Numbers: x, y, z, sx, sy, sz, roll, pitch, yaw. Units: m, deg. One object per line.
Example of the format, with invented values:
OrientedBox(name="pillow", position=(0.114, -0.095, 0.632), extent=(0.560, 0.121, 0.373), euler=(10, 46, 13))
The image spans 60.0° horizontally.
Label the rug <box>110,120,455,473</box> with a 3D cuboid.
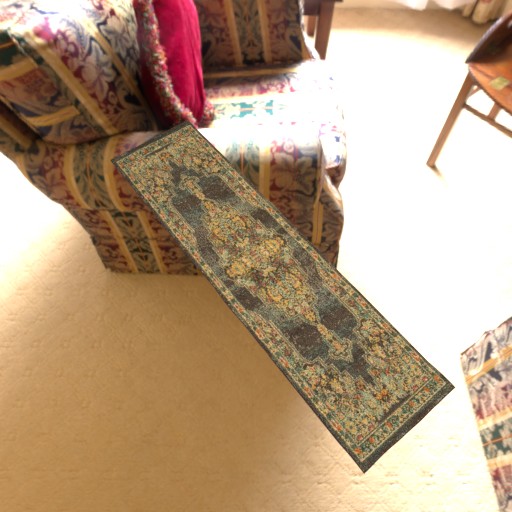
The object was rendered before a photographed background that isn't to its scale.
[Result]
OrientedBox(name="rug", position=(0.000, 0.000, 2.448), extent=(0.602, 0.016, 2.283), euler=(-33, 64, -19))
